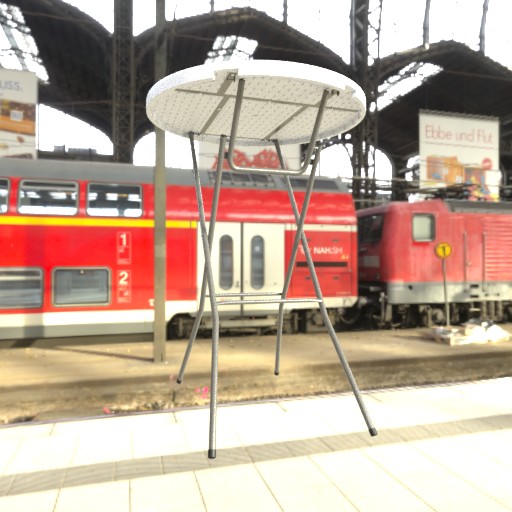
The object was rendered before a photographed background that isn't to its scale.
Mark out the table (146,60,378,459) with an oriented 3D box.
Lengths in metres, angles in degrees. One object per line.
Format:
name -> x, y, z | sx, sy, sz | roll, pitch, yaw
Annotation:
table -> 0.000, 0.000, 1.643 | 0.792, 1.105, 0.795 | 0, -1, -18
